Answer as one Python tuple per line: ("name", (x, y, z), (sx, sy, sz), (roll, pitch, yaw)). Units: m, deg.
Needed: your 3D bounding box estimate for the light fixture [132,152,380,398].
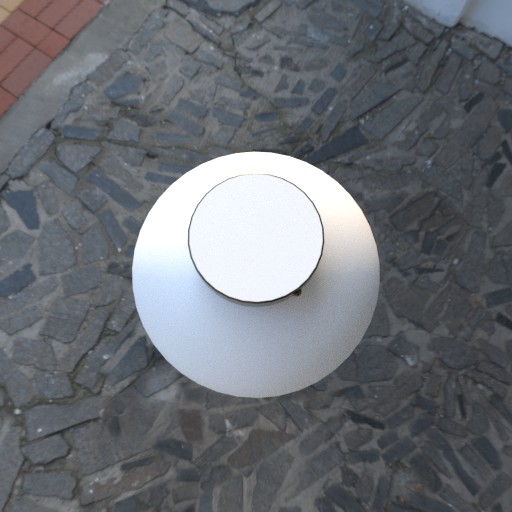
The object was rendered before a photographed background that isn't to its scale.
("light fixture", (0.000, 0.000, 0.565), (0.355, 0.177, 0.355), (0, 75, 0))
